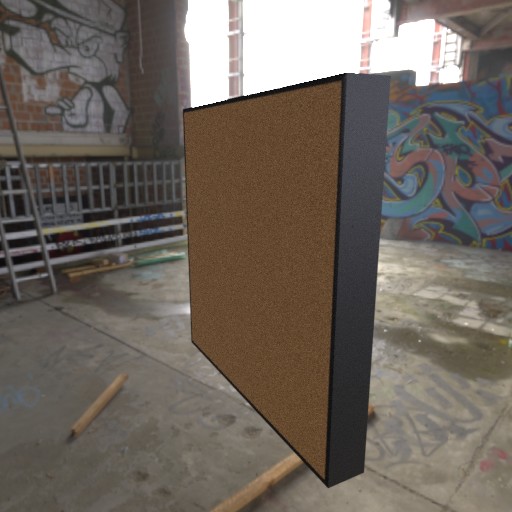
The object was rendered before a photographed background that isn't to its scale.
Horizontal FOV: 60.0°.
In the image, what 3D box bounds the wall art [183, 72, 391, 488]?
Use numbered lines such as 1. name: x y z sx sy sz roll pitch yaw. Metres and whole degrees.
1. wall art: 0.000 0.000 0.447 0.037 0.303 0.304 -7 15 -27
